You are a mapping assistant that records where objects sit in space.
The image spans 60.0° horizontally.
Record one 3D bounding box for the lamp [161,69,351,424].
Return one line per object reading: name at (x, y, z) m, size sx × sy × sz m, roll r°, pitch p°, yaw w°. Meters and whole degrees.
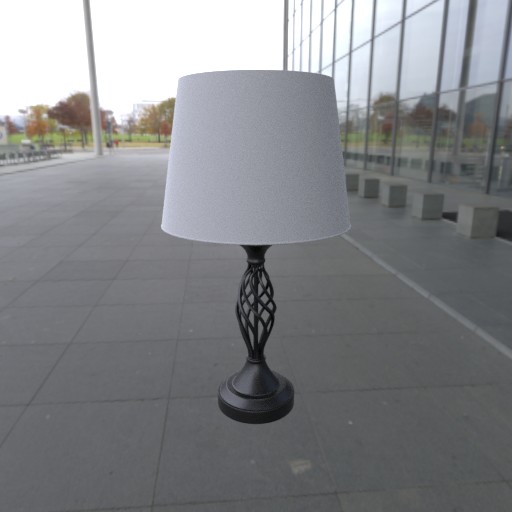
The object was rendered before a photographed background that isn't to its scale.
lamp at (0.000, 0.000, 0.803) m, size 0.331 × 0.594 × 0.331 m, roll 0°, pitch 15°, yaw 0°
